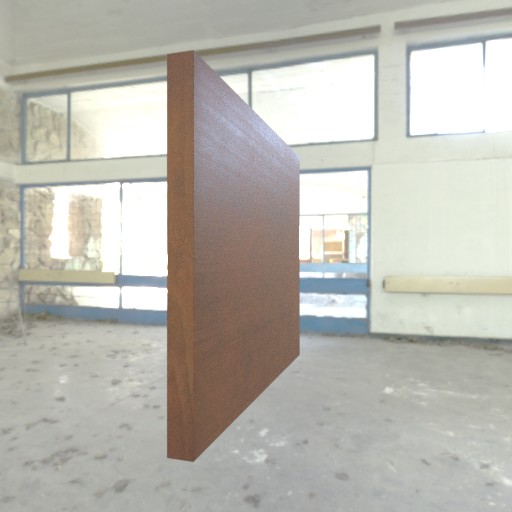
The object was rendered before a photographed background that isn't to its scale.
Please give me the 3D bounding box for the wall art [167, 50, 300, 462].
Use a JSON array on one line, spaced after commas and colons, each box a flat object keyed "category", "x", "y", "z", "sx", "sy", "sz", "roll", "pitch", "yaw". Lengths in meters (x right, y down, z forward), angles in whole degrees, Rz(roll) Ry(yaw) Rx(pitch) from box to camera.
[{"category": "wall art", "x": 0.000, "y": 0.000, "z": 0.762, "sx": 0.033, "sy": 0.457, "sz": 0.558, "roll": 0, "pitch": 0, "yaw": 18}]
